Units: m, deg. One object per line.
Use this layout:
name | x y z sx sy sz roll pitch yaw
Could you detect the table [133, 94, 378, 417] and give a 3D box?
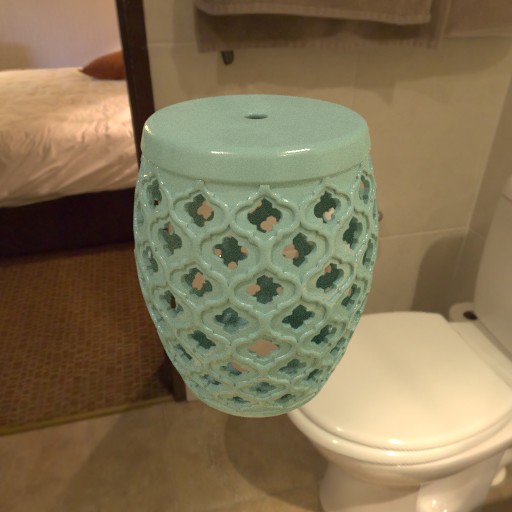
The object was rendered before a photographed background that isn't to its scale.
table | 0.000 0.000 0.624 0.325 0.388 0.325 0 31 0
